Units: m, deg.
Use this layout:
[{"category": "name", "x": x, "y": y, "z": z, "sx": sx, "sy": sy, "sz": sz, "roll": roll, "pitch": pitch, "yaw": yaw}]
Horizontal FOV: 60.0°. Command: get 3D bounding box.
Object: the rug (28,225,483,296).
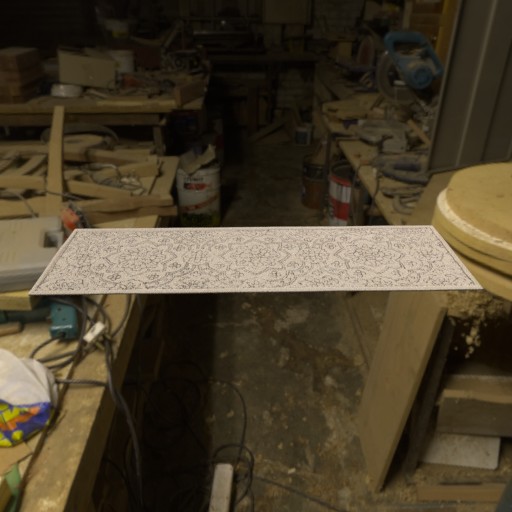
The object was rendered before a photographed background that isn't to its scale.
[{"category": "rug", "x": 0.000, "y": 0.000, "z": 2.699, "sx": 2.448, "sy": 0.012, "sz": 0.769, "roll": -1, "pitch": 31, "yaw": -1}]
